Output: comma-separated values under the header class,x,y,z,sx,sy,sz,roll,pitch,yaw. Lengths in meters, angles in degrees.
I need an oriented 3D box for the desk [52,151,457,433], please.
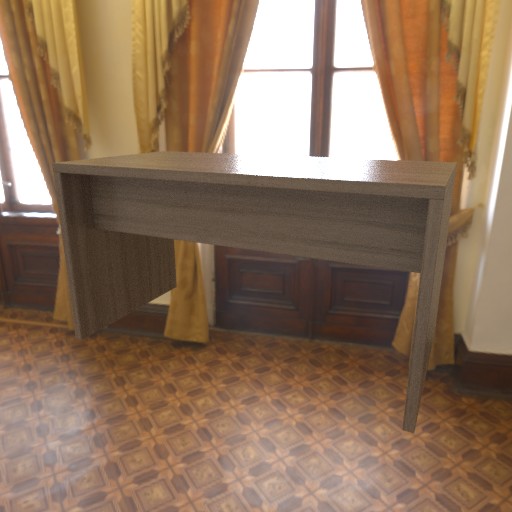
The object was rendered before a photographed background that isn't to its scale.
class,x,y,z,sx,sy,sz,roll,pitch,yaw
desk,0.000,0.000,1.798,1.380,0.745,0.690,8,19,24
